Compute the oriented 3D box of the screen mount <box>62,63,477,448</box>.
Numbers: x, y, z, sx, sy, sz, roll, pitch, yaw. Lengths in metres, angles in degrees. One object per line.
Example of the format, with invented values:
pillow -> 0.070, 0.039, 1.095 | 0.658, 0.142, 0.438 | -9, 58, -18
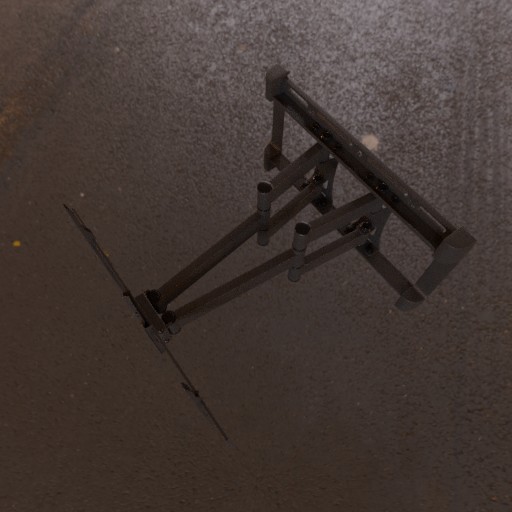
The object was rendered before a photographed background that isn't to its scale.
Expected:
screen mount -> 0.000, 0.000, 1.117 | 0.644, 0.491, 0.661 | -34, 68, -16
